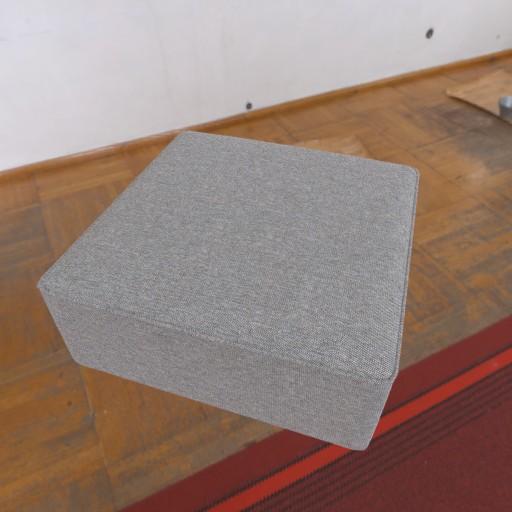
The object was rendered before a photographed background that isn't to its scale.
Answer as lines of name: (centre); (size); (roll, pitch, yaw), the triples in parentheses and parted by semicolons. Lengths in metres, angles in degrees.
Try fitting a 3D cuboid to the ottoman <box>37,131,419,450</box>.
ottoman: (0.000, 0.000, 1.591); (1.005, 0.455, 1.005); (13, 44, 13)
